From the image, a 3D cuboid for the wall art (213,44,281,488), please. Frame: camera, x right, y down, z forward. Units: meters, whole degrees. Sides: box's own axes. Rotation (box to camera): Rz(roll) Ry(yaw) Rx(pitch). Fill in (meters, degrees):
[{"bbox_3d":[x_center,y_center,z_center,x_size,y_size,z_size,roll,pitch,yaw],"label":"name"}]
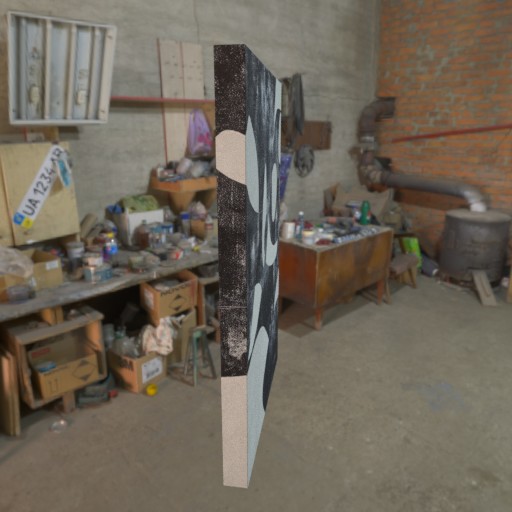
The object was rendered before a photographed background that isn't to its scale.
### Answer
[{"bbox_3d":[0.000,0.000,0.780,0.039,0.610,0.407,2,15,9],"label":"wall art"}]
